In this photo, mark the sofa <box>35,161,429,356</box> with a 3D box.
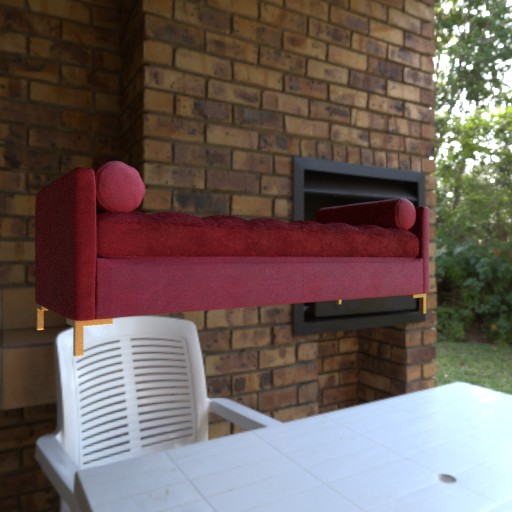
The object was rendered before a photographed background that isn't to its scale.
[{"bbox_3d":[0.000,0.000,2.429,2.102,0.705,0.796,0,0,-36],"label":"sofa"}]
